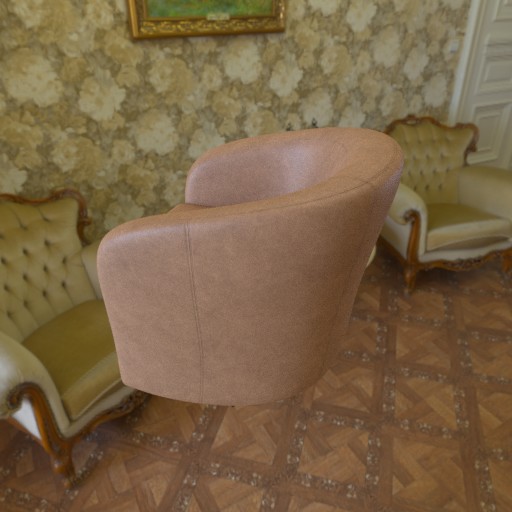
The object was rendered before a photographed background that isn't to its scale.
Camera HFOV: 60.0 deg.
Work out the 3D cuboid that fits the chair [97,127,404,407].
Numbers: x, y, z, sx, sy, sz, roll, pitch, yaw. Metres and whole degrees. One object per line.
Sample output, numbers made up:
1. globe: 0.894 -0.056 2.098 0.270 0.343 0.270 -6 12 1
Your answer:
1. chair: 0.000 0.000 1.447 0.815 0.771 0.791 7 31 13
